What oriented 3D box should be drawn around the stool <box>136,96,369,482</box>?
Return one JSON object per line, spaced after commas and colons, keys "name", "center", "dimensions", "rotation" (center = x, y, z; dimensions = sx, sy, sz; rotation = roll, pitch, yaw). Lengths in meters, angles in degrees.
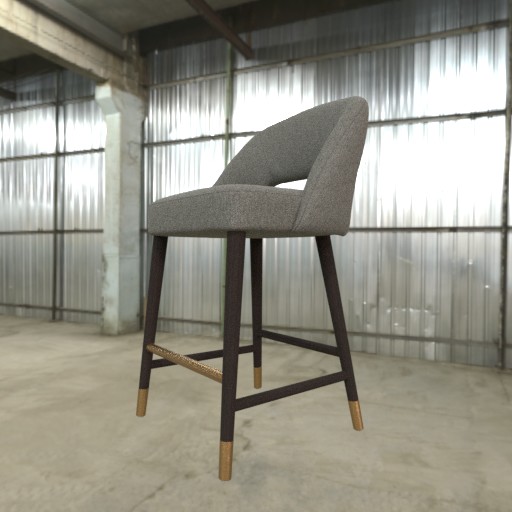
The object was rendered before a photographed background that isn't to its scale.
{"name": "stool", "center": [0.000, 0.000, 1.242], "dimensions": [0.524, 0.925, 0.536], "rotation": [-1, 1, -37]}
